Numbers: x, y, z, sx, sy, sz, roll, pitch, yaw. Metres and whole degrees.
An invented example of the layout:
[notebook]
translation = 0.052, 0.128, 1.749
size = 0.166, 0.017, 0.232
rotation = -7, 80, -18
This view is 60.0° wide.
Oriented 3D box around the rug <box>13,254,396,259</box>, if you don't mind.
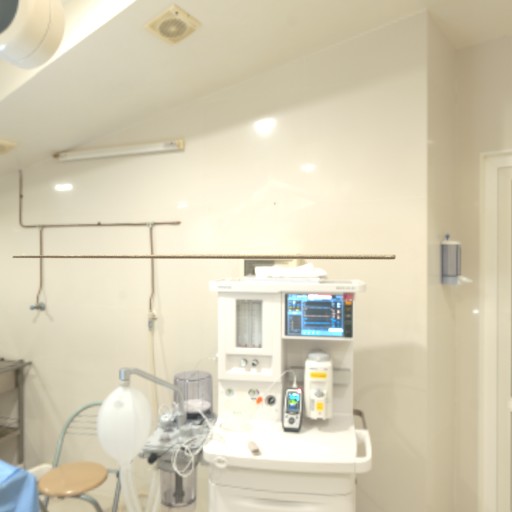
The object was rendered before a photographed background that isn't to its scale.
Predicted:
[rug]
translation = 0.000, 0.000, 3.809
size = 2.288, 0.018, 2.895
rotation = 0, 0, 17
